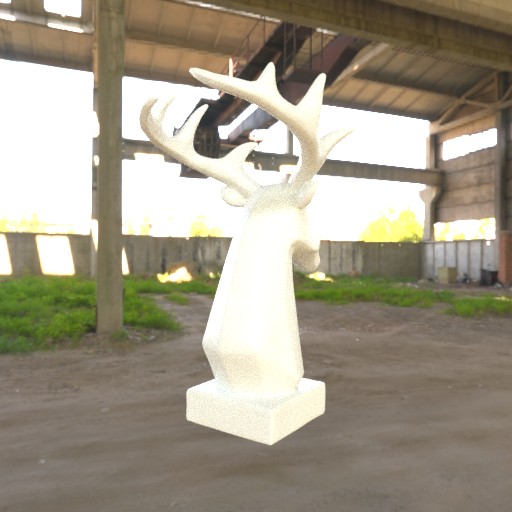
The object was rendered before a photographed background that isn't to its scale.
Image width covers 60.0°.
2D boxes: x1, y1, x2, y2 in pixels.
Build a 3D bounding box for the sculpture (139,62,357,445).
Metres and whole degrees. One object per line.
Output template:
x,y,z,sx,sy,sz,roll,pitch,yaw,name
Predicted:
0.000,0.000,0.450,0.174,0.329,0.224,0,0,36,sculpture
